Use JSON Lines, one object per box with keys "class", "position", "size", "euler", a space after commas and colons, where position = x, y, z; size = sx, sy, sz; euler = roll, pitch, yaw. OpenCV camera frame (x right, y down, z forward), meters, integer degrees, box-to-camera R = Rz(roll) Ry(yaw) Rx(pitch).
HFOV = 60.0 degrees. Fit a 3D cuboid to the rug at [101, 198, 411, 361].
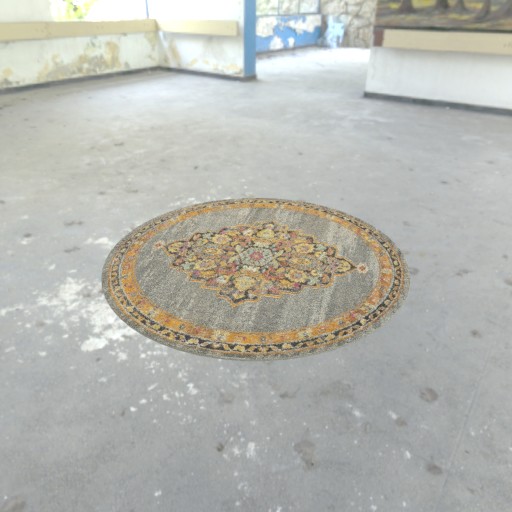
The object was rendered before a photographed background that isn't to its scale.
{"class": "rug", "position": [0.000, 0.000, 3.561], "size": [2.382, 0.014, 2.382], "euler": [0, 30, 0]}
